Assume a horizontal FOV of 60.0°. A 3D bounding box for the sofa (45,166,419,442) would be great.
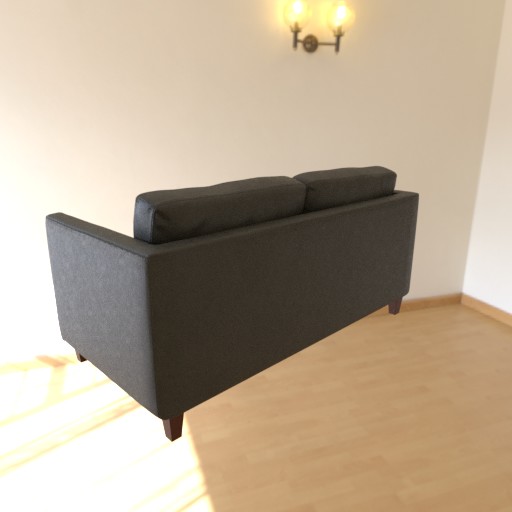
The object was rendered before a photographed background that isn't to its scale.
[{"bbox_3d":[0.000,0.000,2.431,1.883,0.933,0.951,-16,23,-42],"label":"sofa"}]
